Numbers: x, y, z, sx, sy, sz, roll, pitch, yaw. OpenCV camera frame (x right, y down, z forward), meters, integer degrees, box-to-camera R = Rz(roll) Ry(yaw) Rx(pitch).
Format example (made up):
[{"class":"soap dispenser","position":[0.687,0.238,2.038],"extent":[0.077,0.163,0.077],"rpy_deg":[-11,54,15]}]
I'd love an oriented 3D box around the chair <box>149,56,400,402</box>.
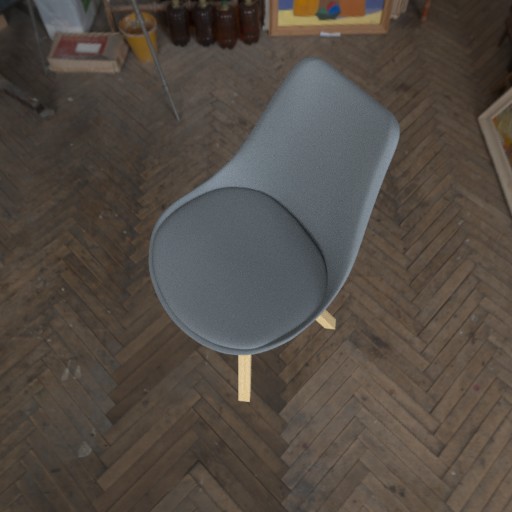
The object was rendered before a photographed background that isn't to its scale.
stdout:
[{"class":"chair","position":[0.000,0.000,1.185],"extent":[0.549,0.850,0.485],"rpy_deg":[-36,69,-16]}]
